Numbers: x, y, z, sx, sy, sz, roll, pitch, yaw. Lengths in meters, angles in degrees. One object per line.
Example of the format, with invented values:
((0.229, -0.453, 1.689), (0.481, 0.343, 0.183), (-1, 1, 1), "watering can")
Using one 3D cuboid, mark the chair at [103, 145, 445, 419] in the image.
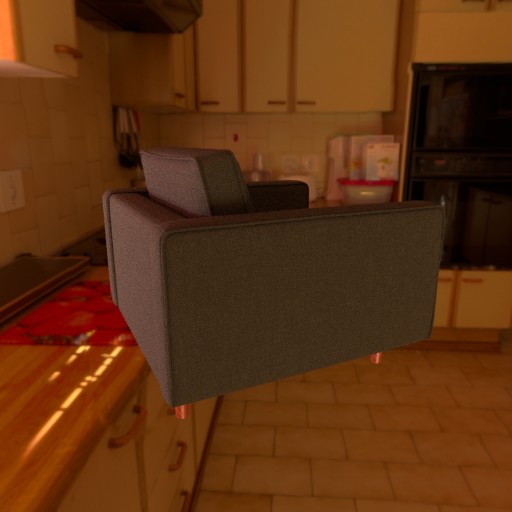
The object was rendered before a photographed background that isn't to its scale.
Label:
((0.000, 0.000, 1.602), (0.919, 0.770, 0.899), (-7, 17, -26), "chair")
